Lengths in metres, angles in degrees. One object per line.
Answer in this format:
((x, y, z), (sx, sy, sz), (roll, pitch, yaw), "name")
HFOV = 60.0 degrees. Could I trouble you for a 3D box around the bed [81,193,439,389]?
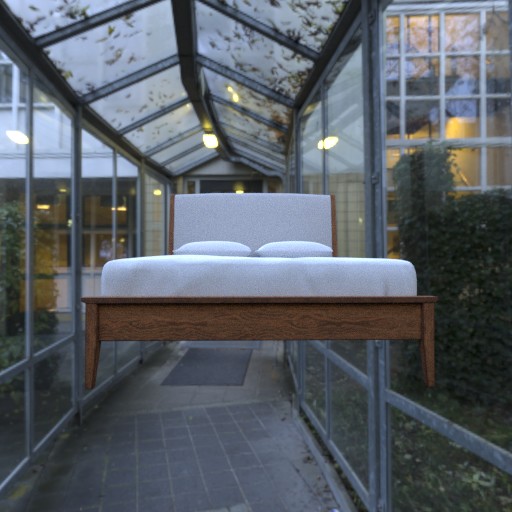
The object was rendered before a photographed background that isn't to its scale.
((0.000, 0.000, 2.914), (1.502, 1.135, 2.108), (0, -1, -1), "bed")
